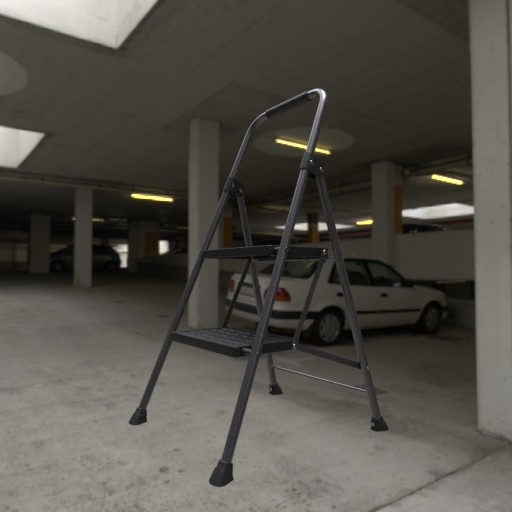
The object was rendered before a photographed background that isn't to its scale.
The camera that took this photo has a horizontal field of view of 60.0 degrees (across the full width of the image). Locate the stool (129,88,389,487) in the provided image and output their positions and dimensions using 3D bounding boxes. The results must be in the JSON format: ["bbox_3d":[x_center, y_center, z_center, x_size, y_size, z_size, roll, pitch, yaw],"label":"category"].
[{"bbox_3d":[0.000,0.000,1.155,0.514,0.872,0.450,2,-3,-37],"label":"stool"}]
